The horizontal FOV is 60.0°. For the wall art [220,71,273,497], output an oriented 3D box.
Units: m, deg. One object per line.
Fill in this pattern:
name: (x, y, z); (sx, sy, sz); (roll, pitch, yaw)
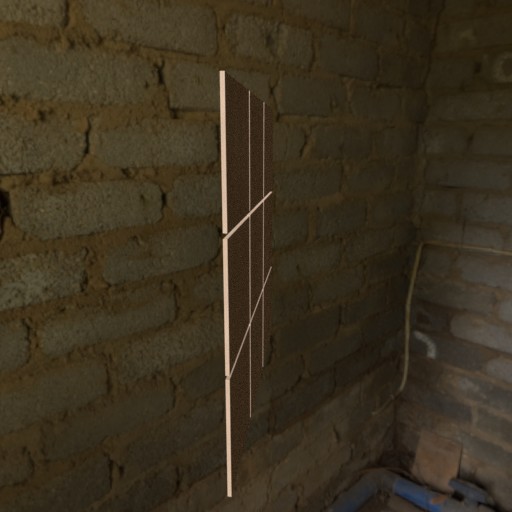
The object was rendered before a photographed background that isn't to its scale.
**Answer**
wall art: (0.000, 0.000, 1.796); (0.013, 1.218, 1.219); (2, 14, 7)
